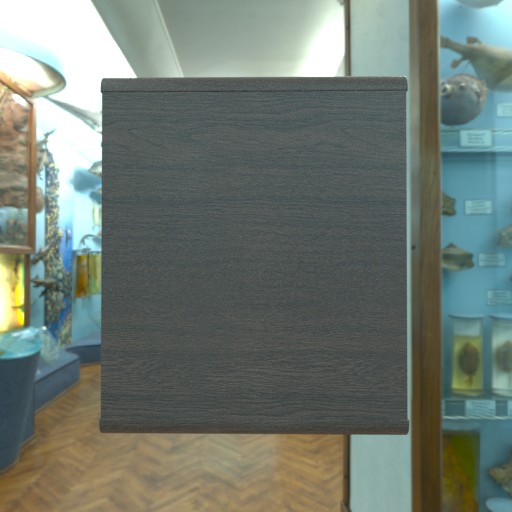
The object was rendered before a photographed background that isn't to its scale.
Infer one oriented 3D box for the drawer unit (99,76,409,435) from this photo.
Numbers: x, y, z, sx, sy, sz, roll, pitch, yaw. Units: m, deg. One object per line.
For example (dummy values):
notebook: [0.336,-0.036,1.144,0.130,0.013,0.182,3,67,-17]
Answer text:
drawer unit: [0.000,0.000,0.587,0.290,0.344,0.344,0,-1,1]
